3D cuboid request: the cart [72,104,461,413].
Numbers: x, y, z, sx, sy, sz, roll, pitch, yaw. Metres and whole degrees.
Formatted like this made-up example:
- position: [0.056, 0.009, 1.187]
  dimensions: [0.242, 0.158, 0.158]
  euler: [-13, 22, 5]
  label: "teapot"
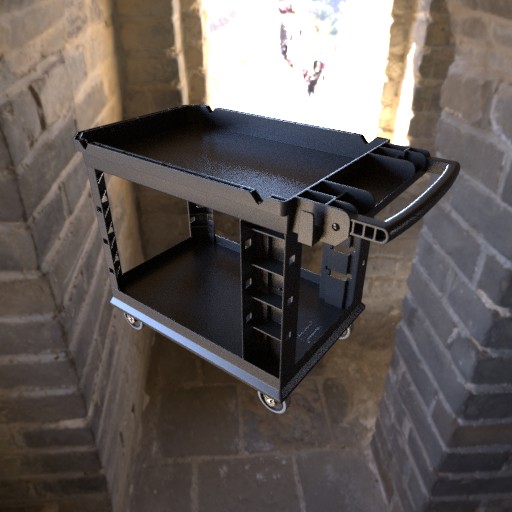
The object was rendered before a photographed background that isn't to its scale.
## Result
- position: [0.000, 0.000, 1.732]
  dimensions: [1.239, 0.884, 0.674]
  euler: [21, 37, 31]
  label: "cart"
